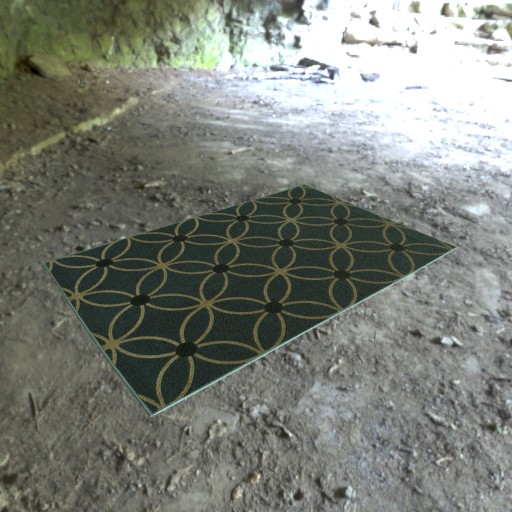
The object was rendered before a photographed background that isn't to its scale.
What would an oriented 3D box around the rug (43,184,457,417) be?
[{"bbox_3d":[0.000,0.000,2.900,2.284,0.008,1.522,-21,36,-32],"label":"rug"}]
